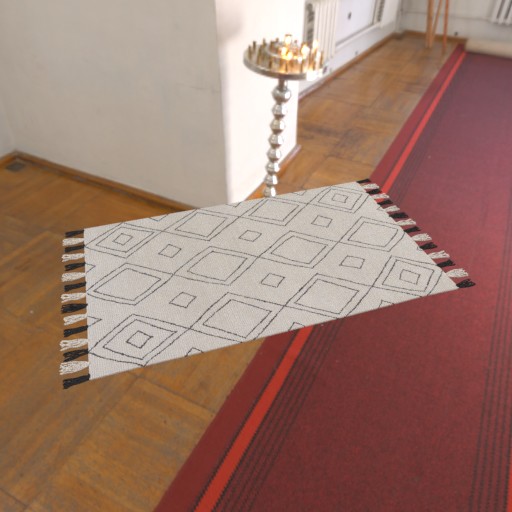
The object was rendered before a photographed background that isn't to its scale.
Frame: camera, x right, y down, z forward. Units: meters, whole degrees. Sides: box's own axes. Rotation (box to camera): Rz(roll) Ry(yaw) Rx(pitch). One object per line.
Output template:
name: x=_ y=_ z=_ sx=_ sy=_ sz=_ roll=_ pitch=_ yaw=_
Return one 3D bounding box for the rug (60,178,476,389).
rug: x=0.000 y=0.000 z=3.301 sx=2.755 sy=0.021 sz=1.524 roll=-12 pitch=41 yaw=-14
